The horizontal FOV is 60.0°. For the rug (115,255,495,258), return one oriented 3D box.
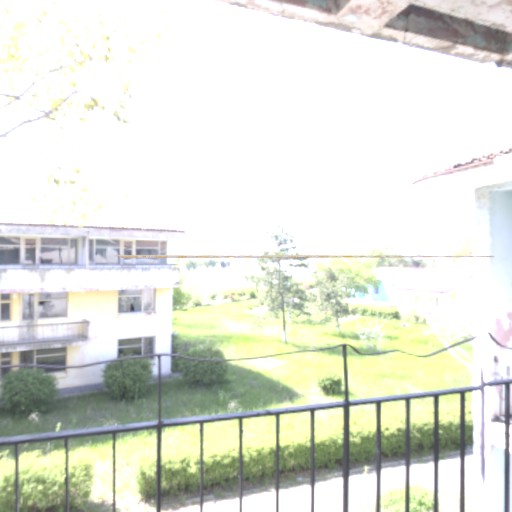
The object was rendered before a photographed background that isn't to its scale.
[{"bbox_3d":[0.000,0.000,4.080,2.433,0.011,3.037,0,0,-18],"label":"rug"}]
